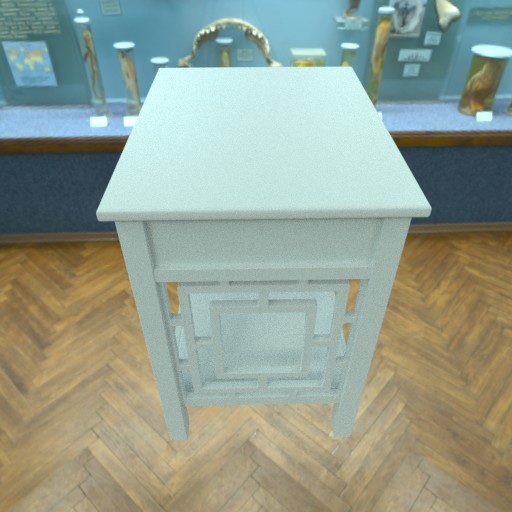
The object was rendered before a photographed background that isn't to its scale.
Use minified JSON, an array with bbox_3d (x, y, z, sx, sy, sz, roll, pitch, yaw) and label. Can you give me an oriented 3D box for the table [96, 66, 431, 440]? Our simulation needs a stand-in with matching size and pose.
[{"bbox_3d":[0.000,0.000,1.001,0.451,0.646,0.564,-1,41,-1],"label":"table"}]
